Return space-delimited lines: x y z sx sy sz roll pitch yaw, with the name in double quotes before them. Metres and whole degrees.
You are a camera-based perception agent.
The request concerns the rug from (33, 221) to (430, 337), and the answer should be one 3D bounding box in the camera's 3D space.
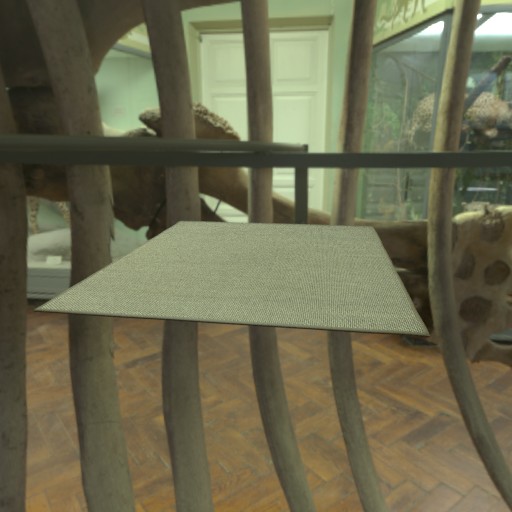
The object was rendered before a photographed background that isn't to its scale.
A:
"rug" 0.000 0.000 4.065 2.413 0.020 3.041 2 16 8
